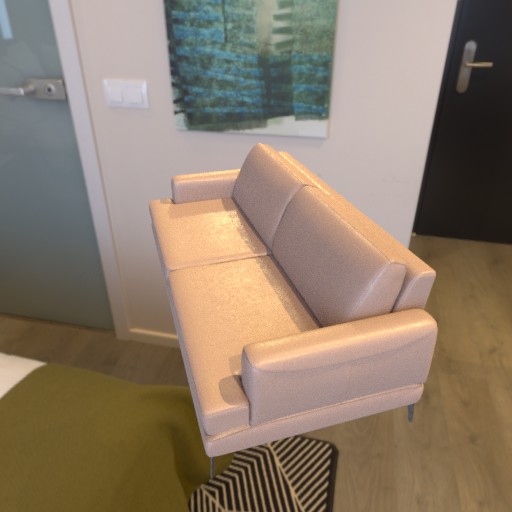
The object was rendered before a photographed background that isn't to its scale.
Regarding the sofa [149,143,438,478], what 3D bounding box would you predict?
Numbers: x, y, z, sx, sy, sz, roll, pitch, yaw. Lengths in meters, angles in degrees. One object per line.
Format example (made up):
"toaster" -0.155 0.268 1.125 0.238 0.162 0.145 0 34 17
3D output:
"sofa" 0.000 0.000 2.392 0.974 0.765 1.940 -9 31 -15
